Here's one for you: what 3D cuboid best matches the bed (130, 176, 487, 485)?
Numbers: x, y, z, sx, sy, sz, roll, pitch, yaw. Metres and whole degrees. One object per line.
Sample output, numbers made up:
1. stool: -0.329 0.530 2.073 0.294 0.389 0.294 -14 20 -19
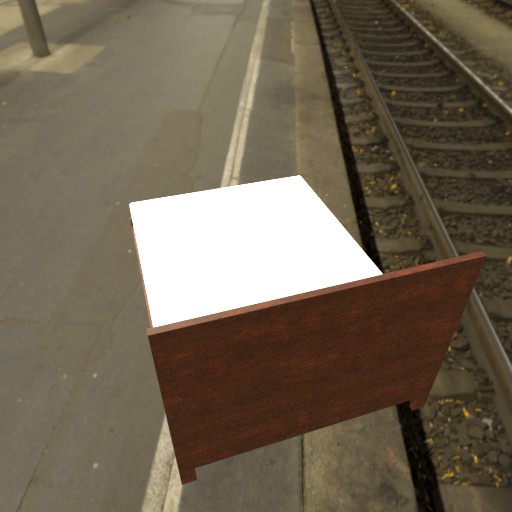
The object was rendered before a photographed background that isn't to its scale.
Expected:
1. bed: 0.000 0.000 3.123 1.600 1.270 2.184 -12 40 -14
